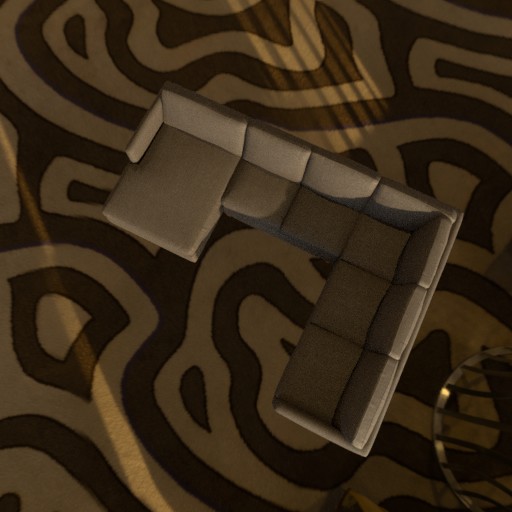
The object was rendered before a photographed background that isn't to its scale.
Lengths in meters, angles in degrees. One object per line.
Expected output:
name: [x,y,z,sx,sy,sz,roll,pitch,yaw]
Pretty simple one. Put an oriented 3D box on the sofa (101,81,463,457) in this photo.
sofa: [0.000,0.000,4.607,3.460,0.961,2.594,26,78,6]
